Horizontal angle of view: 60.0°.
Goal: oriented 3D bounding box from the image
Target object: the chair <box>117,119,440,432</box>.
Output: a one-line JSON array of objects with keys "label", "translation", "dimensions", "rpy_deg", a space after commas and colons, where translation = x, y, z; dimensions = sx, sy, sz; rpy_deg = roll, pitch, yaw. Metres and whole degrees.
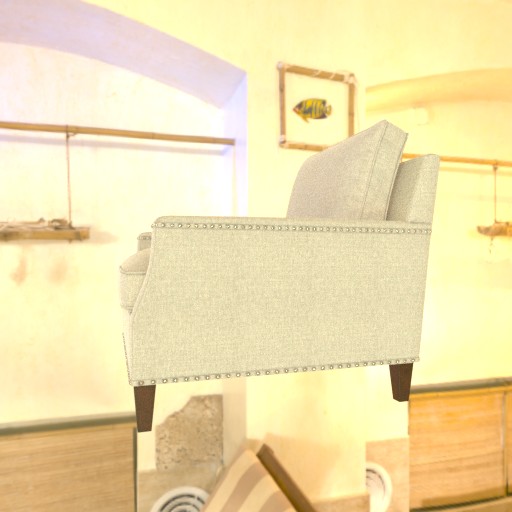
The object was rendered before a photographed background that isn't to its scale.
[{"label": "chair", "translation": [0.000, 0.000, 1.696], "dimensions": [1.014, 0.943, 0.853], "rpy_deg": [0, 0, -18]}]
